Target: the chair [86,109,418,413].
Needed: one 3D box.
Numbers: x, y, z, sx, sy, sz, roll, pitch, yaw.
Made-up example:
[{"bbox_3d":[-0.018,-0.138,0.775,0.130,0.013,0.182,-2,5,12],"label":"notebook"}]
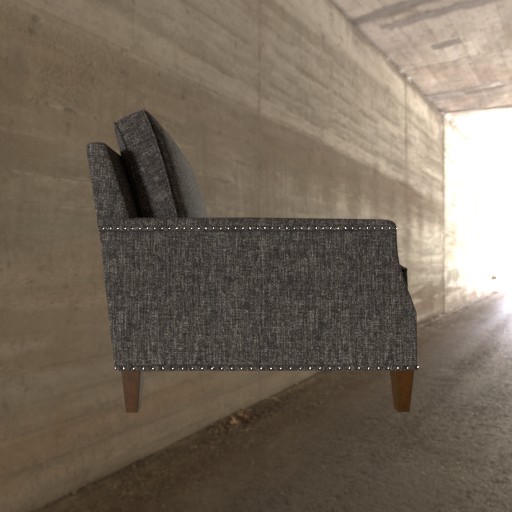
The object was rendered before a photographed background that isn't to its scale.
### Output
[{"bbox_3d":[0.000,0.000,1.729,1.014,0.943,0.853,0,-1,0],"label":"chair"}]
